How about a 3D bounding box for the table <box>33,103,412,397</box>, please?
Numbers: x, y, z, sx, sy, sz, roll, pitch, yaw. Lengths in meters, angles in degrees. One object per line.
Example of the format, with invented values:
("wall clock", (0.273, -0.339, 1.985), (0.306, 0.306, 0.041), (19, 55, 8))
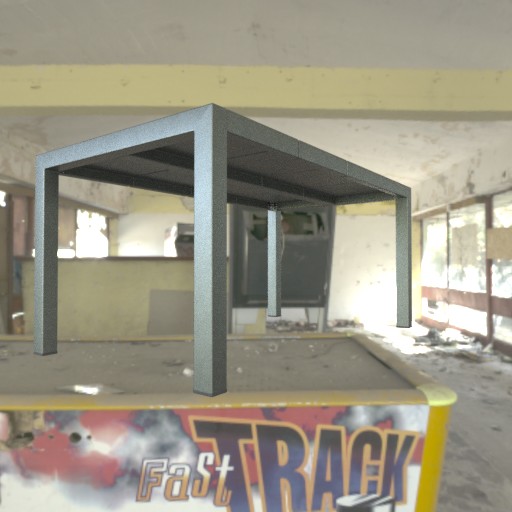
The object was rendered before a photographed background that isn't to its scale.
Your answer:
("table", (0.000, 0.000, 1.241), (0.559, 0.460, 0.965), (-1, -1, 37))
